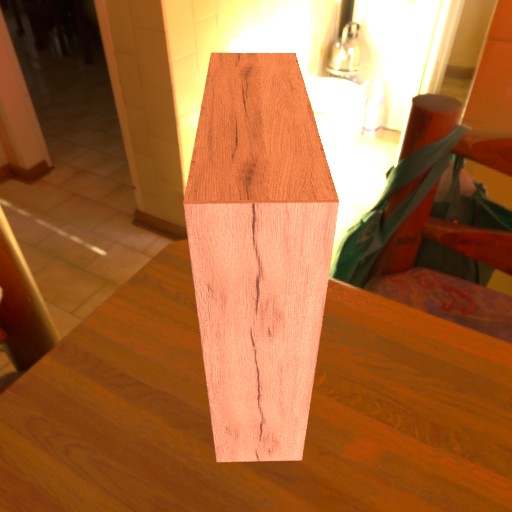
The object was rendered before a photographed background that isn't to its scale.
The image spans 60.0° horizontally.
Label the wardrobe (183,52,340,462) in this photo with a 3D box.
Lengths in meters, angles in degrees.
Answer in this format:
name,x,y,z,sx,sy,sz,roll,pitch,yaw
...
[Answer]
name,x,y,z,sx,sy,sz,roll,pitch,yaw
wardrobe,0.000,0.000,2.978,0.580,2.070,1.810,-1,41,-1
